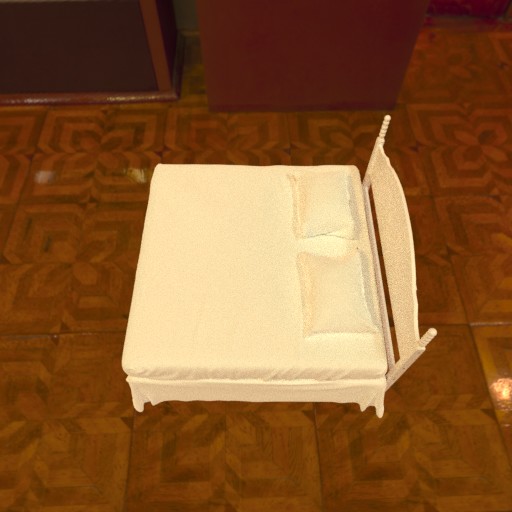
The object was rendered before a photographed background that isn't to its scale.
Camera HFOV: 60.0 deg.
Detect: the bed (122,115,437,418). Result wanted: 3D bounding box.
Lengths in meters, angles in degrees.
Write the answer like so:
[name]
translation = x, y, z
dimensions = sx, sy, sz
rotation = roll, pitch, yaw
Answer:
[bed]
translation = 0.000, 0.000, 3.710
dimensions = 2.219, 1.355, 2.322
rotation = 0, 59, 0
